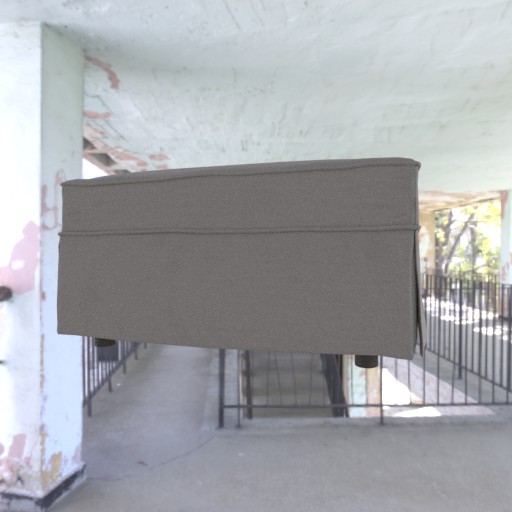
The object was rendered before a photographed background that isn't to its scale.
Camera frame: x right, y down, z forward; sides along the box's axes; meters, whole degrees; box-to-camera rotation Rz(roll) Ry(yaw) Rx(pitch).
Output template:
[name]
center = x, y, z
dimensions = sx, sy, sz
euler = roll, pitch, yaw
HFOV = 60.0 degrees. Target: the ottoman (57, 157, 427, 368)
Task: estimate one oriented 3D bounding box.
[ottoman]
center = 0.000, 0.000, 1.329
dimensions = 0.944, 0.479, 0.703
euler = 0, 1, 18
